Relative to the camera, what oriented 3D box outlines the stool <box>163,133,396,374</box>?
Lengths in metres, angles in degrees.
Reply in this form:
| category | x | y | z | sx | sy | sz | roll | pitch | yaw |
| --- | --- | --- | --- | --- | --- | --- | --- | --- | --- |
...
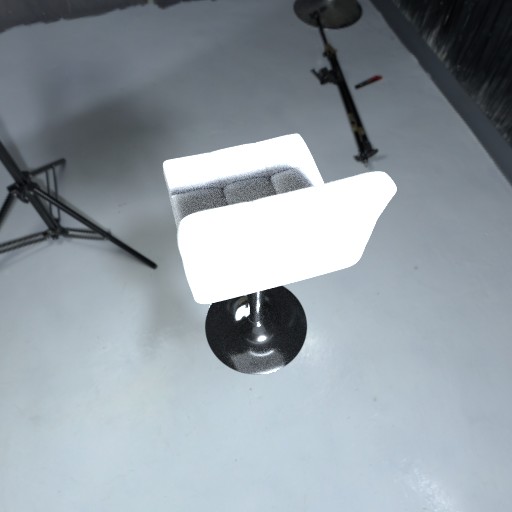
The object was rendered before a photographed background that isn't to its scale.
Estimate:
| category | x | y | z | sx | sy | sz | roll | pitch | yaw |
| --- | --- | --- | --- | --- | --- | --- | --- | --- | --- |
| stool | 0.000 | 0.000 | 1.372 | 0.430 | 1.115 | 0.505 | -14 | 60 | -8 |
